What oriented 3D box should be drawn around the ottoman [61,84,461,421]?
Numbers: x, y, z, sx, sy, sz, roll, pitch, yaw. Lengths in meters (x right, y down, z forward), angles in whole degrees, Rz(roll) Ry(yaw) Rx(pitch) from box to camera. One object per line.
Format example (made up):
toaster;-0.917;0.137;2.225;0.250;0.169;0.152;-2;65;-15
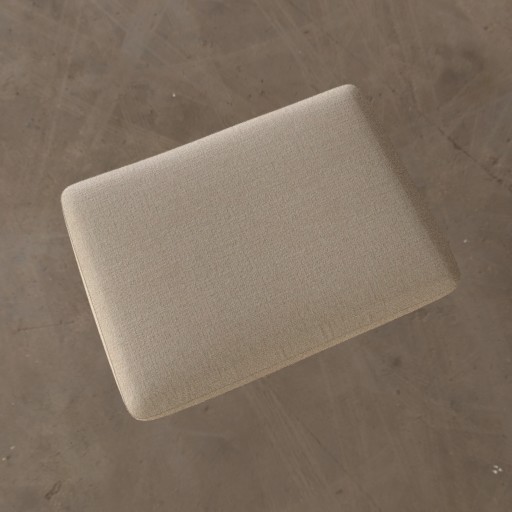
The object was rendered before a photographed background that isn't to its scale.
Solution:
ottoman;0.000;0.000;1.289;0.885;0.478;0.637;-22;76;-6
